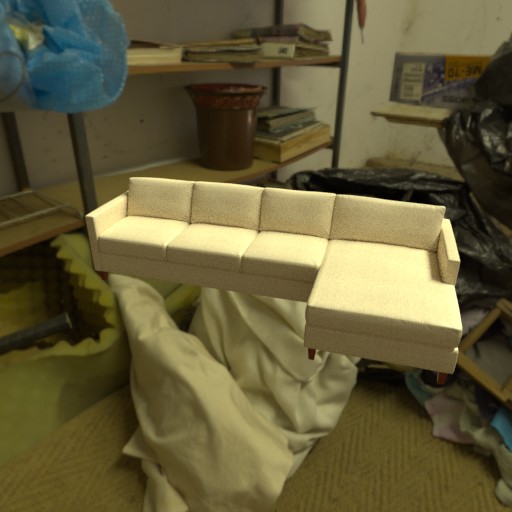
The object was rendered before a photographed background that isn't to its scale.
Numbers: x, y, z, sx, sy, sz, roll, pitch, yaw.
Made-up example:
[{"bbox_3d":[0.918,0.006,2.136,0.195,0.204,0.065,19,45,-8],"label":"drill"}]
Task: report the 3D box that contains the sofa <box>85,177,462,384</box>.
[{"bbox_3d":[0.000,0.000,4.168,3.471,0.954,1.603,8,28,15],"label":"sofa"}]
